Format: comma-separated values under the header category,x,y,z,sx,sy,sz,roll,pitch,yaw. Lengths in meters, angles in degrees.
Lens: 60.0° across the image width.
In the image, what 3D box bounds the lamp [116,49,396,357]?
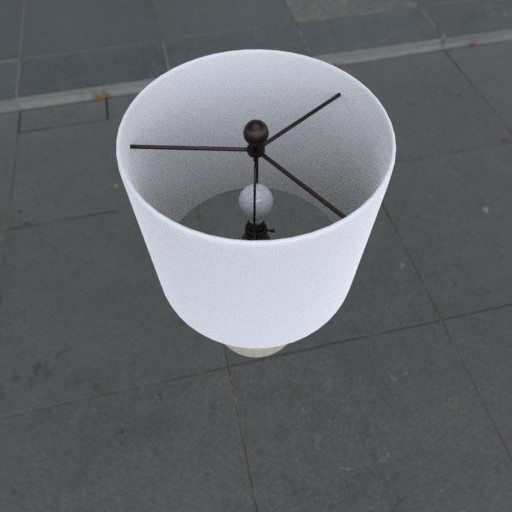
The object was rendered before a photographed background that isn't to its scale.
category,x,y,z,sx,sy,sz,roll,pitch,yaw
lamp,0.000,0.000,0.753,0.329,0.570,0.329,2,57,1
